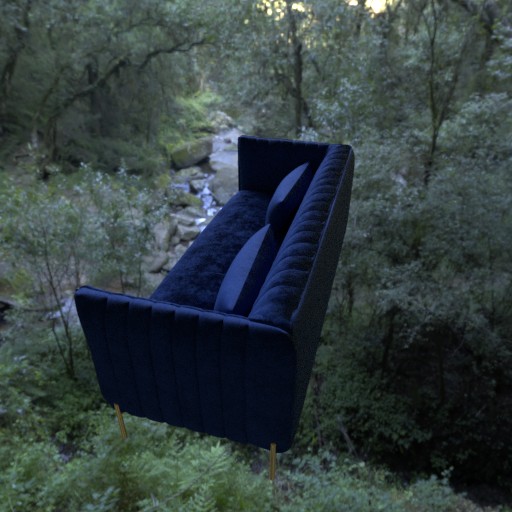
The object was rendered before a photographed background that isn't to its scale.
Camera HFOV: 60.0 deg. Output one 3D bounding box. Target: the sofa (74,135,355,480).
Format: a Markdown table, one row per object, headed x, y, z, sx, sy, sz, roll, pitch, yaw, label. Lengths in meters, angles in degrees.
| x | y | z | sx | sy | sz | roll | pitch | yaw | label |
| --- | --- | --- | --- | --- | --- | --- | --- | --- | --- |
| 0.000 | 0.000 | 2.572 | 0.896 | 0.793 | 2.136 | 9 | 33 | 14 | sofa |
